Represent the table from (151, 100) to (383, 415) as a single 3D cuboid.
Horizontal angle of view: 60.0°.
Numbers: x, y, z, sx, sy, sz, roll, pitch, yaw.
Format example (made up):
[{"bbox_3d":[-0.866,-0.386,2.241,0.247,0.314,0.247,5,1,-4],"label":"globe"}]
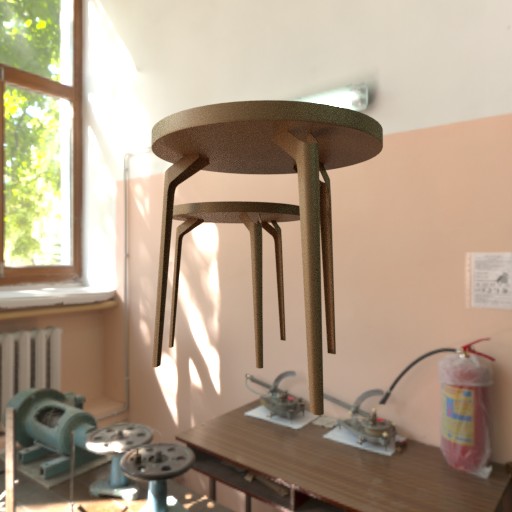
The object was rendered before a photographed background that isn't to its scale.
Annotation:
[{"bbox_3d":[0.000,0.000,1.132,0.532,0.555,0.751,0,0,-17],"label":"table"}]
